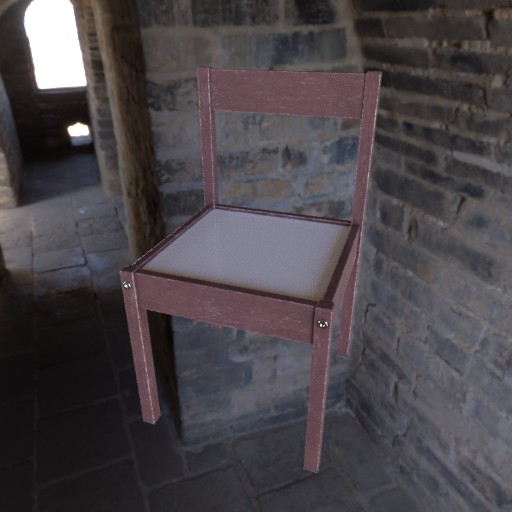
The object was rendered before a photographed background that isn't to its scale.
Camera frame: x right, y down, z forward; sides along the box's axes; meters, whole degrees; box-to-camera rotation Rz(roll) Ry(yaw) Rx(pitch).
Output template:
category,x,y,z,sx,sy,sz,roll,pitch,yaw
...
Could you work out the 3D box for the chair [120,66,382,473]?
category,x,y,z,sx,sy,sz,roll,pitch,yaw
chair,0.000,0.000,0.671,0.285,0.505,0.285,9,28,17
